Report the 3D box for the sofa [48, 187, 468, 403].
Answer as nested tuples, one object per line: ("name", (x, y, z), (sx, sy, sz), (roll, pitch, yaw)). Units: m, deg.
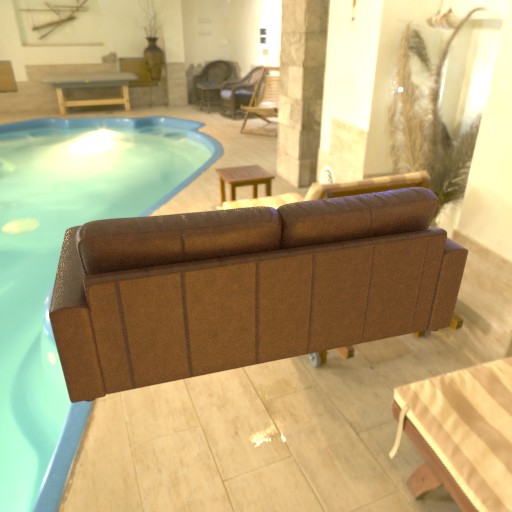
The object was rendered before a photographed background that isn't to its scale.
("sofa", (0.000, 0.000, 2.667), (2.179, 0.873, 1.016), (-8, 28, -15))
